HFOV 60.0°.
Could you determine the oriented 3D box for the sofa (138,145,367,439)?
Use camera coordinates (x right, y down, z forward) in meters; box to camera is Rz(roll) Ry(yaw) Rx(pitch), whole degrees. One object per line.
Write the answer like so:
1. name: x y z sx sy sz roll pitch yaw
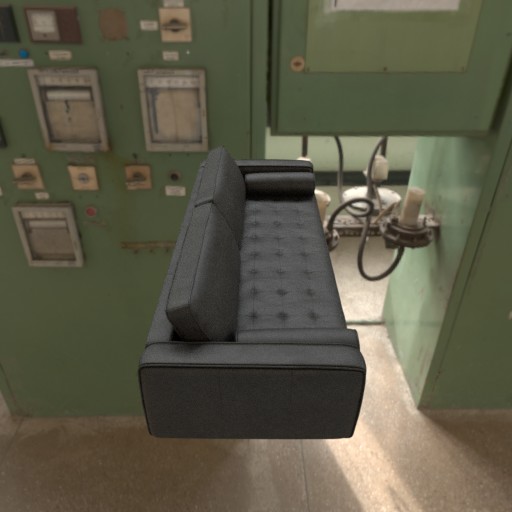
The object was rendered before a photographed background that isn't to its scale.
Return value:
1. sofa: 0.000 0.000 2.691 0.914 0.762 2.210 0 33 0
